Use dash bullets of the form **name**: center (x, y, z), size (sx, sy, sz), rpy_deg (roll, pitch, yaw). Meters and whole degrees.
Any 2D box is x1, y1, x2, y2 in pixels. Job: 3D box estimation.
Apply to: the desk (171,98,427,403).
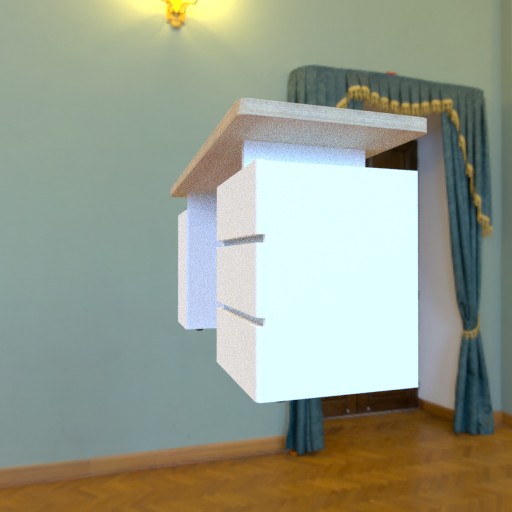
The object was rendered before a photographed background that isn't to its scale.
- **desk**: center (0.000, 0.000, 1.860), size (0.550, 0.755, 1.500), rpy_deg (0, 0, -17)
